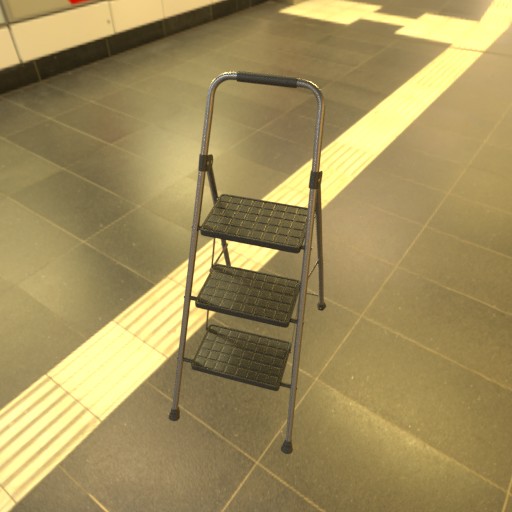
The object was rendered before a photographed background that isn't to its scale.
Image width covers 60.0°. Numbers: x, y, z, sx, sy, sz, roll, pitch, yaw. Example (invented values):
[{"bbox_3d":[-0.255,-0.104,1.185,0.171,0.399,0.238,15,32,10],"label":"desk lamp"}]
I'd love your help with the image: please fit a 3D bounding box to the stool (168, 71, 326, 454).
[{"bbox_3d":[0.000,0.000,1.480,0.473,1.121,0.733,11,43,12],"label":"stool"}]
